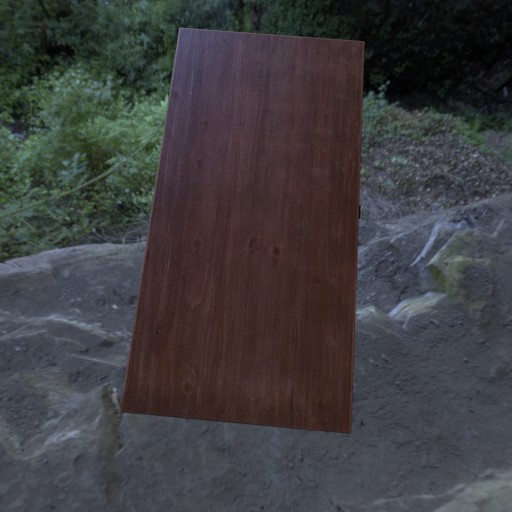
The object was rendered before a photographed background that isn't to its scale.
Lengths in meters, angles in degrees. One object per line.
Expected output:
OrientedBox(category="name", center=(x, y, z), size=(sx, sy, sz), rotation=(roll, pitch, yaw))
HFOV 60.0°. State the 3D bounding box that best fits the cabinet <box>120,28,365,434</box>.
OrientedBox(category="cabinet", center=(0.000, 0.000, 1.242), size=(0.412, 0.785, 0.796), rotation=(5, 76, 1))
